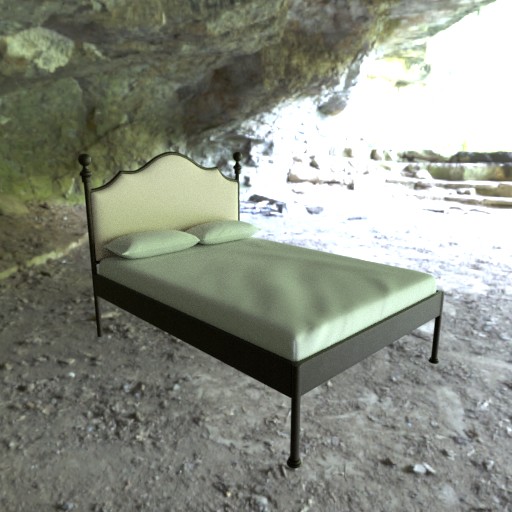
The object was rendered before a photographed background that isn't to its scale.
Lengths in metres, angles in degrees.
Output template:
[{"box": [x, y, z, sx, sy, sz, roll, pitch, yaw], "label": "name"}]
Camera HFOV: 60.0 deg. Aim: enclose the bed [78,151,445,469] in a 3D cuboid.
[{"box": [0.000, 0.000, 3.300, 1.642, 1.499, 2.224, -13, 19, -42], "label": "bed"}]
